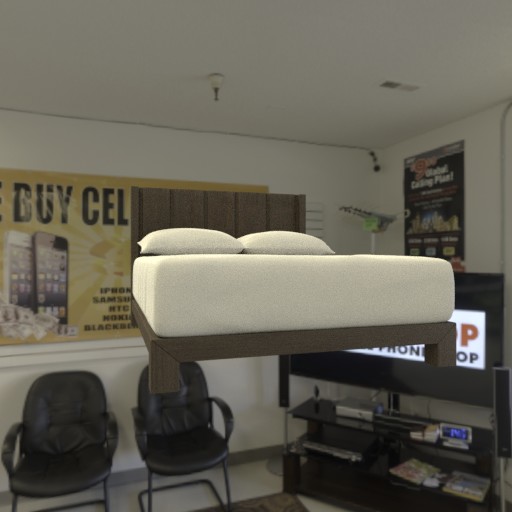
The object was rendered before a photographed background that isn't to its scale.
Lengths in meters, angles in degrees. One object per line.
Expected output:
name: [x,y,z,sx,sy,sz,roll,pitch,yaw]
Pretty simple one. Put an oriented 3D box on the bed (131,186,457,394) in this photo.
bed: [0.000,0.000,3.333,1.727,1.270,2.242,0,0,-18]
